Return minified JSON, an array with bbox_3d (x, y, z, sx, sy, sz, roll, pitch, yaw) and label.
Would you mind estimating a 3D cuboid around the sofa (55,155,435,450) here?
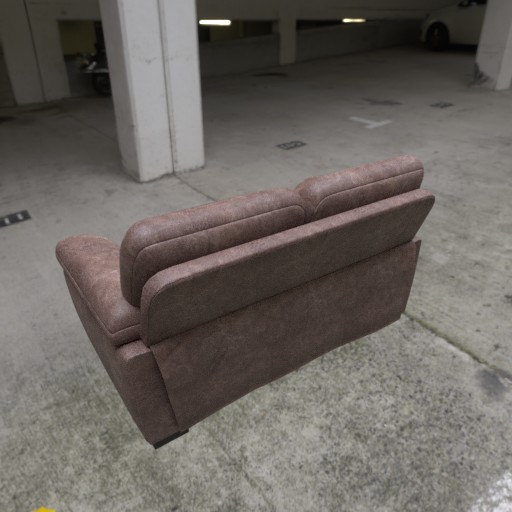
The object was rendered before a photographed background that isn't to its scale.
[{"bbox_3d":[0.000,0.000,2.312,1.753,0.991,0.991,-19,34,-31],"label":"sofa"}]
